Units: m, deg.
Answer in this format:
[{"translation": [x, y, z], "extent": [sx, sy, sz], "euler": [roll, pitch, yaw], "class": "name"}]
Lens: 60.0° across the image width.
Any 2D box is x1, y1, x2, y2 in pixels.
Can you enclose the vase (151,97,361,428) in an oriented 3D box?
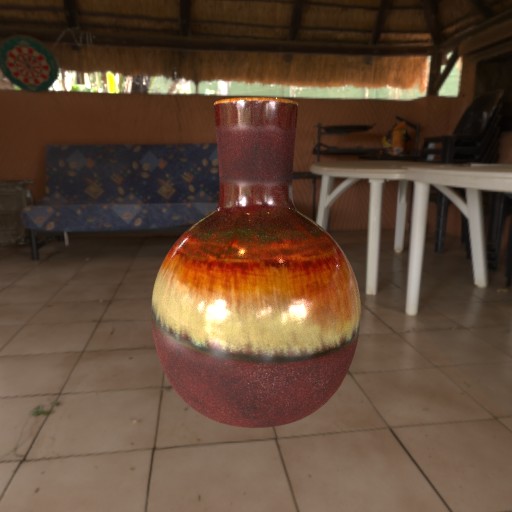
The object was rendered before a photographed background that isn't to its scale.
[{"translation": [0.000, 0.000, 0.234], "extent": [0.111, 0.154, 0.111], "euler": [0, 13, 0], "class": "vase"}]
